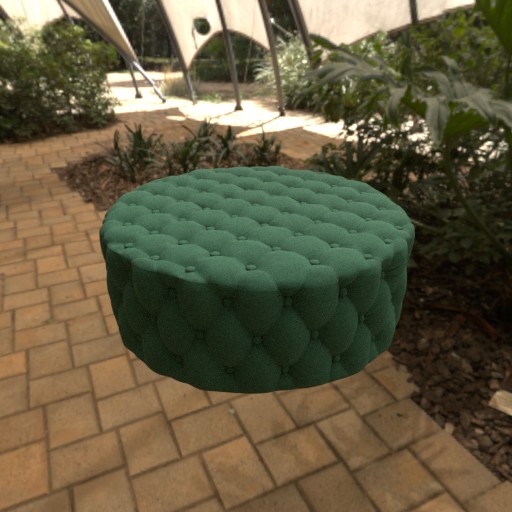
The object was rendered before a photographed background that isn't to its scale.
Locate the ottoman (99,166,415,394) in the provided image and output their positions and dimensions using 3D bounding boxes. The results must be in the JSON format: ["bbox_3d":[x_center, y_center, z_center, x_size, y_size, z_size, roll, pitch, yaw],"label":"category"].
[{"bbox_3d":[0.000,0.000,1.520,0.998,0.399,0.998,0,27,0],"label":"ottoman"}]
